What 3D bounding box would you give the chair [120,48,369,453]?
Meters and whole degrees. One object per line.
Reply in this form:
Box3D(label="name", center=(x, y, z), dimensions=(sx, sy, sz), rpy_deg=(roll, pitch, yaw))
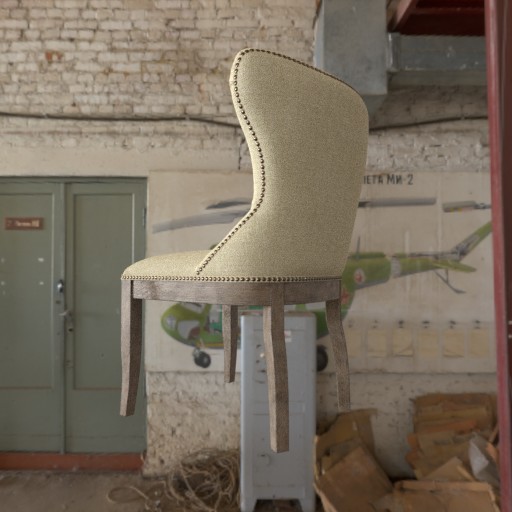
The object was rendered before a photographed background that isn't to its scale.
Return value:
Box3D(label="chair", center=(0.000, 0.000, 1.422), dimensions=(0.681, 1.002, 0.654), rpy_deg=(-1, -2, 36))
